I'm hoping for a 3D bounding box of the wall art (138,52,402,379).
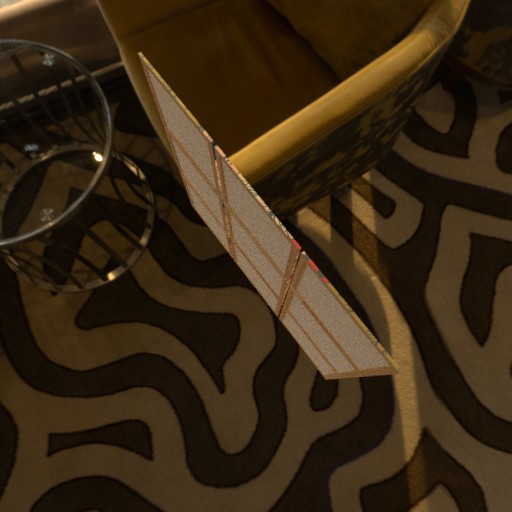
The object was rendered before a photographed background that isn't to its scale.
[{"bbox_3d":[0.000,0.000,2.303,0.013,1.534,1.519,-36,77,-10],"label":"wall art"}]
